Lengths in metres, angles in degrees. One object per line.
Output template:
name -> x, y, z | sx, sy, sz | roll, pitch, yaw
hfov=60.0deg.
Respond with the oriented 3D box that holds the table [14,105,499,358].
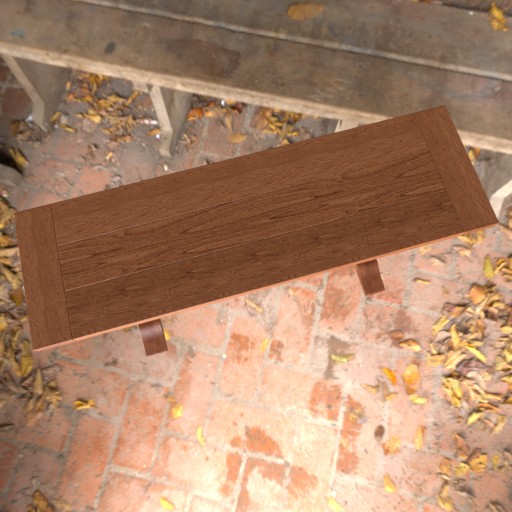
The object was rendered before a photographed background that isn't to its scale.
table -> 0.000, 0.000, 1.817 | 1.478, 0.852, 0.461 | -15, 74, -4
